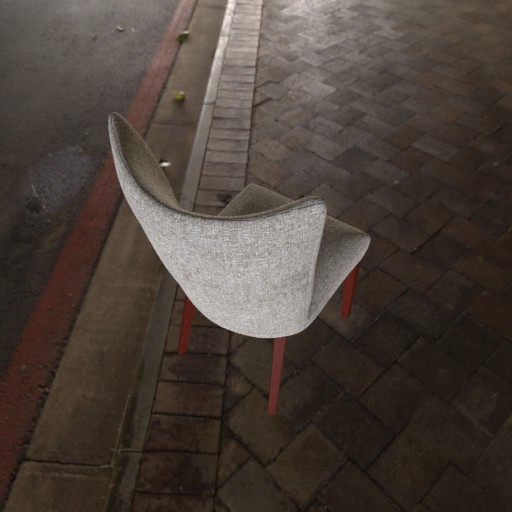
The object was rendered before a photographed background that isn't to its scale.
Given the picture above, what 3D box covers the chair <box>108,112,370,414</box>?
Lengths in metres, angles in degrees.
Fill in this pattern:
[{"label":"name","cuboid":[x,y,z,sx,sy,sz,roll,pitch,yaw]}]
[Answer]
[{"label":"chair","cuboid":[0.000,0.000,1.302,0.535,0.924,0.623,27,53,23]}]
